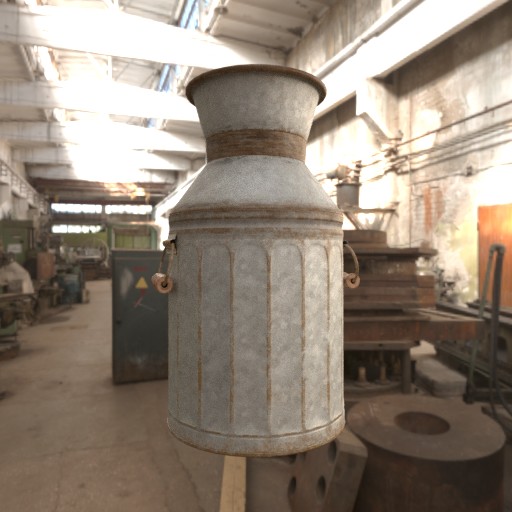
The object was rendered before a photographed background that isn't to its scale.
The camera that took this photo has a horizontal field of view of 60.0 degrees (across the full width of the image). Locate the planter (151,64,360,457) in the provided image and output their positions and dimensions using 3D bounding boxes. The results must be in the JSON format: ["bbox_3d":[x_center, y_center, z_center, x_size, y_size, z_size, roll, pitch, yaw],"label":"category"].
[{"bbox_3d":[0.000,0.000,0.539,0.245,0.396,0.214,0,0,-17],"label":"planter"}]
